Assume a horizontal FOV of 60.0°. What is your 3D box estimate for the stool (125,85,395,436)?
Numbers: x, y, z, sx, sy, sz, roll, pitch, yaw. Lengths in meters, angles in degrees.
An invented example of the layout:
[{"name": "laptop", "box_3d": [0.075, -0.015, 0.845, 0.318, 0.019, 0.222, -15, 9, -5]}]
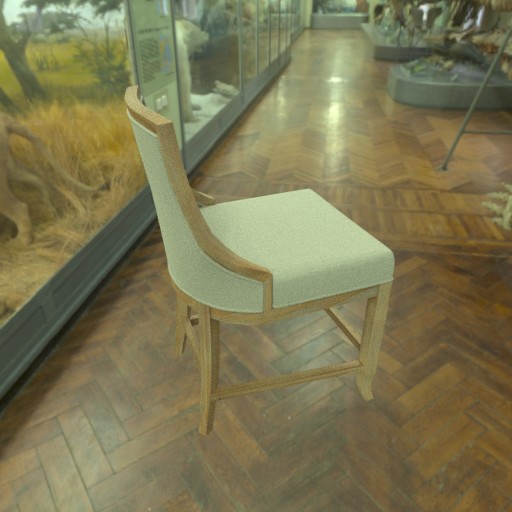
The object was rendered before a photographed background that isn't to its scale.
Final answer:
[{"name": "stool", "box_3d": [0.000, 0.000, 1.332, 0.626, 0.938, 0.524, -11, 32, -18]}]
